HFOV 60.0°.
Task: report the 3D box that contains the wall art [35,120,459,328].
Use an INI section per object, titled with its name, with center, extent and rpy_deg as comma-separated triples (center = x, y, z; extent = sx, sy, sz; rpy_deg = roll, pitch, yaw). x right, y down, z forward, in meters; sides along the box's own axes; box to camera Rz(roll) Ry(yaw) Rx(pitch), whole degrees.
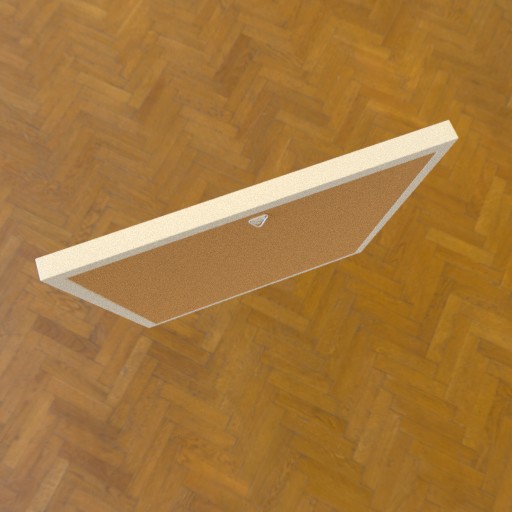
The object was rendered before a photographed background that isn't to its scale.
[wall art]
center = 0.000, 0.000, 1.129
extent = 0.761, 0.762, 0.050
rpy_deg = -19, 76, -5
